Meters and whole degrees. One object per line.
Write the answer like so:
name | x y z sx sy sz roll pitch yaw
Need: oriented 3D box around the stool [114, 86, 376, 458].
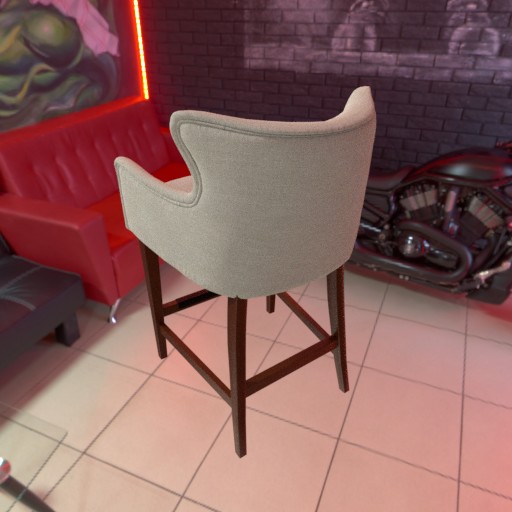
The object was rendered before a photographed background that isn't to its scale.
stool | 0.000 0.000 1.386 0.615 0.987 0.637 -19 35 -29
